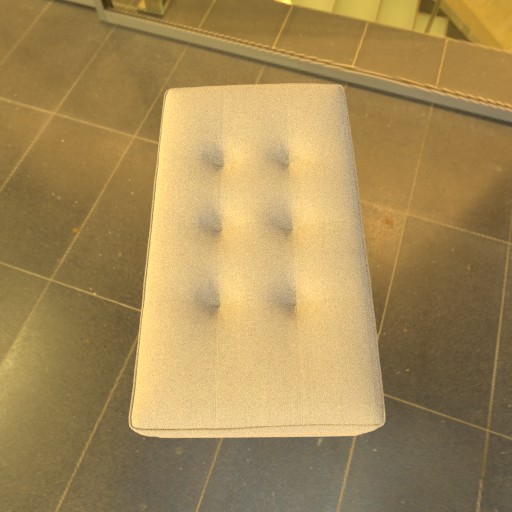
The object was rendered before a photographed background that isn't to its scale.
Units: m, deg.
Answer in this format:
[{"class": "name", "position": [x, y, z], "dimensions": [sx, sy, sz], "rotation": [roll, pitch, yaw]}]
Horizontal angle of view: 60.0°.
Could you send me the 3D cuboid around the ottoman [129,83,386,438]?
[{"class": "ottoman", "position": [0.000, 0.000, 1.495], "dimensions": [0.648, 0.508, 1.143], "rotation": [0, 65, 0]}]
